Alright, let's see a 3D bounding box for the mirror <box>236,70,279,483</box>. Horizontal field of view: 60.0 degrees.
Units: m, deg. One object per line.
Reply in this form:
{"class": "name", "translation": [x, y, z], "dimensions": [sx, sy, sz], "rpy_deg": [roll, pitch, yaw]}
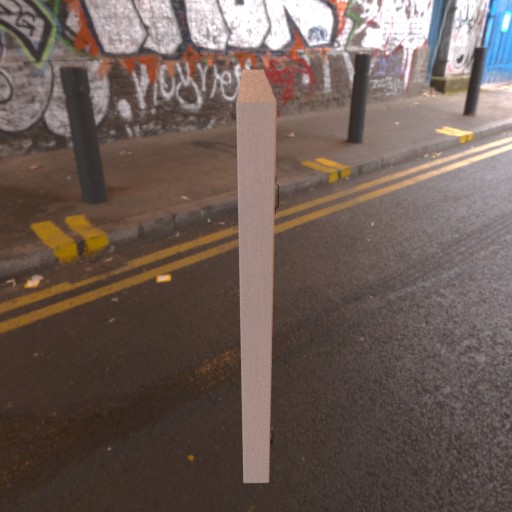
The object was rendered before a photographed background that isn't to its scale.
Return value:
{"class": "mirror", "translation": [0.000, 0.000, 0.688], "dimensions": [0.041, 0.508, 0.405], "rpy_deg": [0, 27, -1]}
